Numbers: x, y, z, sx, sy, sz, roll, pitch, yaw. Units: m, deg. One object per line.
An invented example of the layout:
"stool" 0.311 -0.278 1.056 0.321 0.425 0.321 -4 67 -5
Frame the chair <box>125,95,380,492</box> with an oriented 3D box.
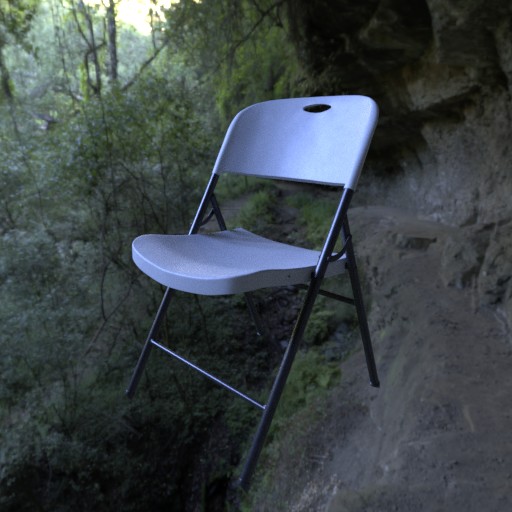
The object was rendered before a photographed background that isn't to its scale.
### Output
"chair" 0.000 0.000 1.162 0.494 0.810 0.566 16 23 42
